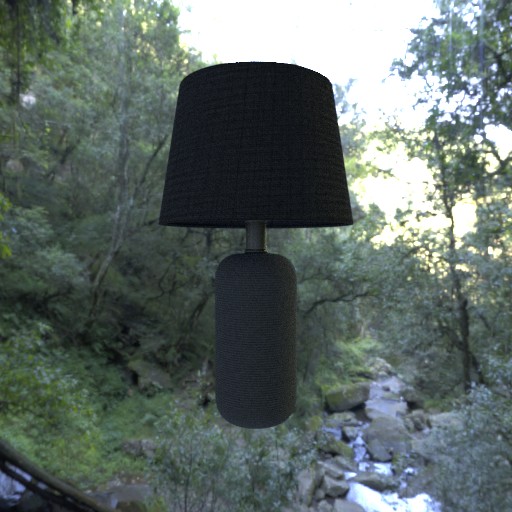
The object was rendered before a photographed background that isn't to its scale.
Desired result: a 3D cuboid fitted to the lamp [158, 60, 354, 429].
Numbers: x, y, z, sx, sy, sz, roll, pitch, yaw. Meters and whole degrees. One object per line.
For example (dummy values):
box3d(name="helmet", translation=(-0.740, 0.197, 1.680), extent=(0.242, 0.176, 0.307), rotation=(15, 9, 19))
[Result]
box3d(name="lamp", translation=(0.000, 0.000, 0.585), extent=(0.251, 0.429, 0.251), rotation=(0, 2, 0))
